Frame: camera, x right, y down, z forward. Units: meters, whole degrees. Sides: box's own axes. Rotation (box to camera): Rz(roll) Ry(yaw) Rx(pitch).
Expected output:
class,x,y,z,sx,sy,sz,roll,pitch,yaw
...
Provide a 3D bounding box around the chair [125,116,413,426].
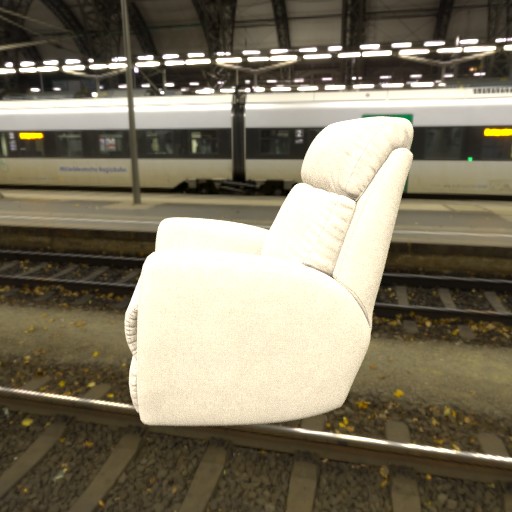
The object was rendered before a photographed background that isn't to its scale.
class,x,y,z,sx,sy,sz,roll,pitch,yaw
chair,0.000,0.000,1.715,0.941,1.015,0.812,-2,14,-8
